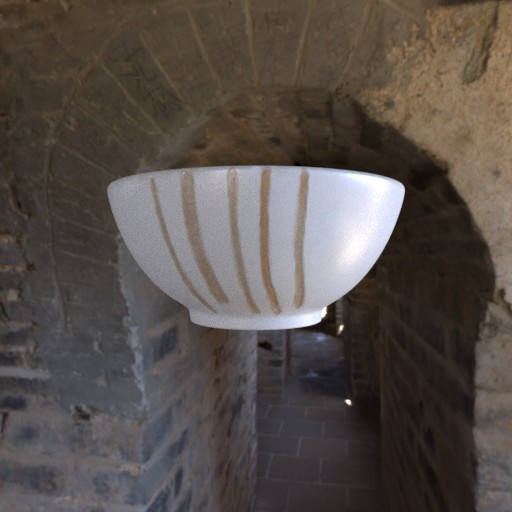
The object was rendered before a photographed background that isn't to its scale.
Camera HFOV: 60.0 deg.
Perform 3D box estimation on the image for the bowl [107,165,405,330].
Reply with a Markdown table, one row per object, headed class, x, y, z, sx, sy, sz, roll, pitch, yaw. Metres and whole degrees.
| class | x | y | z | sx | sy | sz | roll | pitch | yaw |
| --- | --- | --- | --- | --- | --- | --- | --- | --- | --- |
| bowl | 0.000 | 0.000 | 0.422 | 0.268 | 0.121 | 0.268 | 0 | 1 | 0 |
